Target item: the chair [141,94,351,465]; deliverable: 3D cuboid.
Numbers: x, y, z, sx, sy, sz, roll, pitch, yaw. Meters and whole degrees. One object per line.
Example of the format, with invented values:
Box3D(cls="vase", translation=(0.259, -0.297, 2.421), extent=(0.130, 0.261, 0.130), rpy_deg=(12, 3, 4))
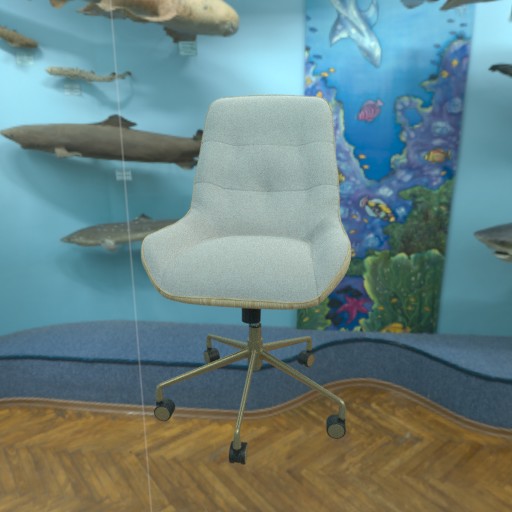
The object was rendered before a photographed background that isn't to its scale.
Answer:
Box3D(cls="chair", translation=(0.000, 0.000, 1.326), extent=(0.564, 0.952, 0.668), rpy_deg=(2, 16, 8))
